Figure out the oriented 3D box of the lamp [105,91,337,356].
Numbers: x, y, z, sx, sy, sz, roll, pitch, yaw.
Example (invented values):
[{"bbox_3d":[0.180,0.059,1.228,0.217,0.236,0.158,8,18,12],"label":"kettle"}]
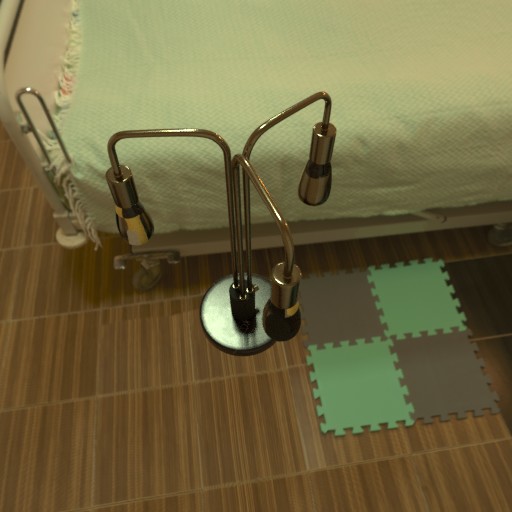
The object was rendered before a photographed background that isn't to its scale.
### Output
[{"bbox_3d":[0.000,0.000,0.820,0.368,0.560,0.355,-33,63,-19],"label":"lamp"}]
